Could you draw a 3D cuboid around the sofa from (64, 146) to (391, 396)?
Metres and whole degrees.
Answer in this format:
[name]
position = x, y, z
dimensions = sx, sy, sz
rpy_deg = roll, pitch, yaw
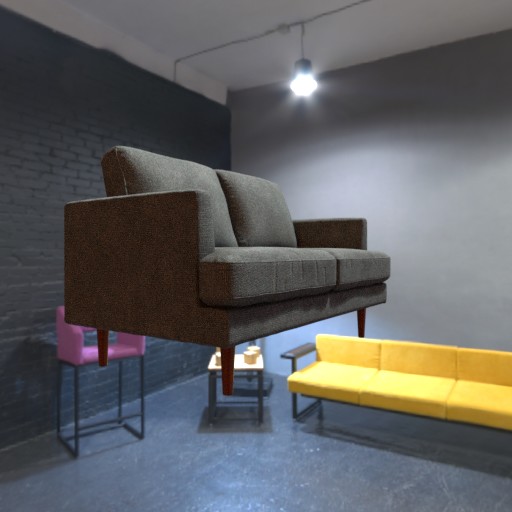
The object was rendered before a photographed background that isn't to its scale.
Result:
[sofa]
position = 0.000, 0.000, 2.236
dimensions = 0.903, 0.956, 1.582
rpy_deg = 0, 1, 34
